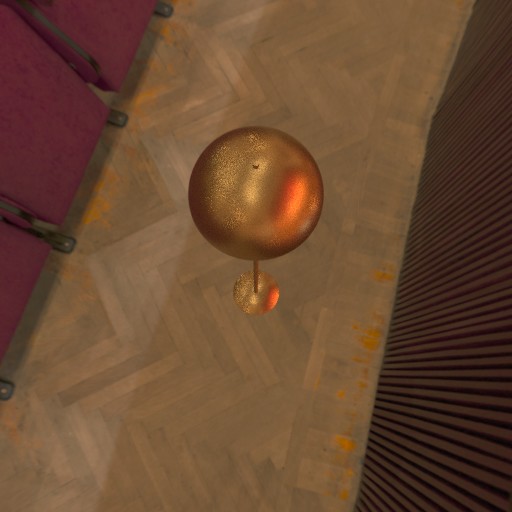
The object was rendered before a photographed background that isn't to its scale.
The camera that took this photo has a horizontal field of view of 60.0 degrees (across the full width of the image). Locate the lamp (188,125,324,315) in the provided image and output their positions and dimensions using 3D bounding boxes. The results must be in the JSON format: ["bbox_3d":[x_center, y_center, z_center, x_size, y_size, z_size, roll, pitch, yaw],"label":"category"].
[{"bbox_3d":[0.000,0.000,1.628,0.328,1.480,0.328,17,76,4],"label":"lamp"}]
